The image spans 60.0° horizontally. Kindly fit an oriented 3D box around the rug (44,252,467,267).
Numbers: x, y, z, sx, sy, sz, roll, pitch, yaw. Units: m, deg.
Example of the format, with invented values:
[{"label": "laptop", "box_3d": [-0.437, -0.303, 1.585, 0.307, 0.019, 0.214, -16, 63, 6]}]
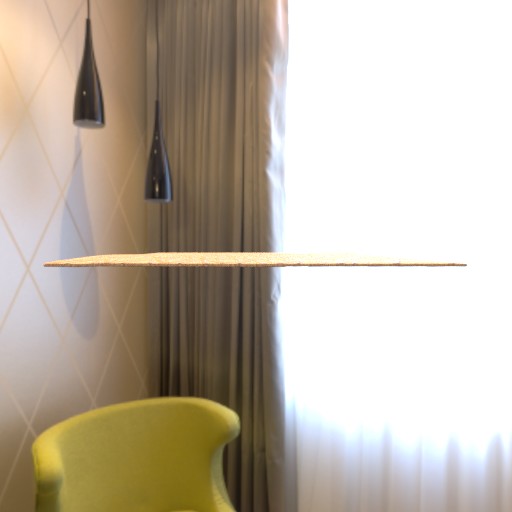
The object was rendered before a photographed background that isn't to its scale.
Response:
[{"label": "rug", "box_3d": [0.000, 0.000, 4.056, 2.453, 0.043, 3.052, 0, 2, 0]}]
